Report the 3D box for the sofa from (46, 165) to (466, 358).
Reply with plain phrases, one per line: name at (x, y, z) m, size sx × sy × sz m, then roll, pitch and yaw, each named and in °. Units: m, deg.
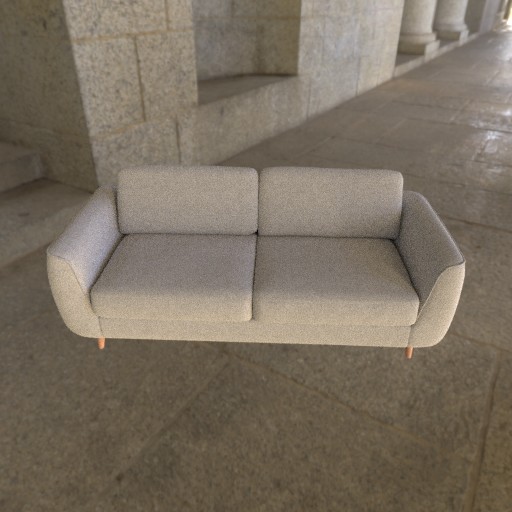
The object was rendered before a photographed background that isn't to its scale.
sofa at (0.000, 0.000, 2.483) m, size 2.000 × 0.850 × 0.920 m, roll 1°, pitch 31°, yaw 2°
